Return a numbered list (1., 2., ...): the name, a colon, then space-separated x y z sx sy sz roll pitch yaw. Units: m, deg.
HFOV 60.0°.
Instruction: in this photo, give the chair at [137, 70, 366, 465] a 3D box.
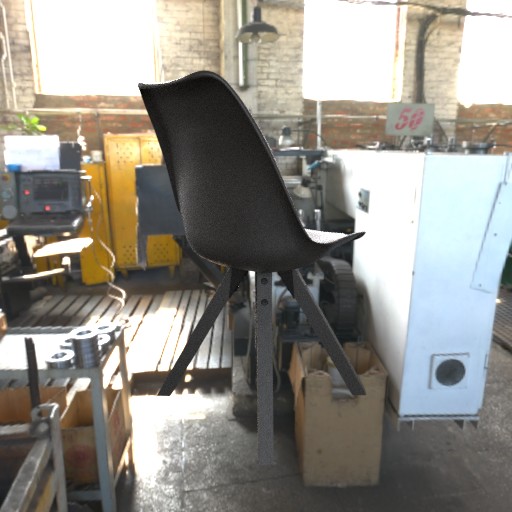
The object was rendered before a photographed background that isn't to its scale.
1. chair: 0.000 0.000 1.191 0.485 0.850 0.550 13 19 43
